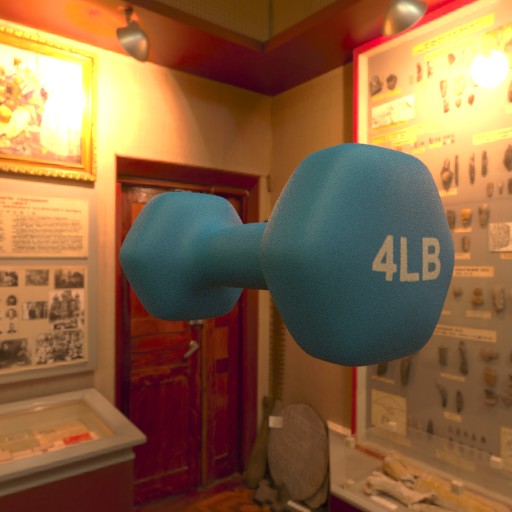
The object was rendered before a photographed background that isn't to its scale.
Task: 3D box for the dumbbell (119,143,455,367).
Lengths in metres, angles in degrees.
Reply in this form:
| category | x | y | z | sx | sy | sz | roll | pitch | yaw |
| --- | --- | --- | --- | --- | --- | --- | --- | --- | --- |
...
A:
| category | x | y | z | sx | sy | sz | roll | pitch | yaw |
| --- | --- | --- | --- | --- | --- | --- | --- | --- | --- |
| dumbbell | 0.000 | 0.000 | 0.188 | 0.074 | 0.066 | 0.152 | 0 | 0 | -36 |
